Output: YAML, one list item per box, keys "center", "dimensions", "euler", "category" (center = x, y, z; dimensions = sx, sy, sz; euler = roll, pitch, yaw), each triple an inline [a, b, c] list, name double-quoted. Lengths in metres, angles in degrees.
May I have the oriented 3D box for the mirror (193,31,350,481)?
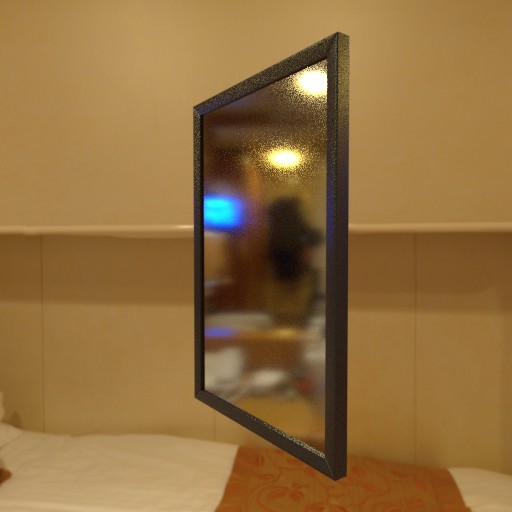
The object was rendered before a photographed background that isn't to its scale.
- center: [0.000, 0.000, 1.158]
  dimensions: [0.040, 0.915, 0.609]
  euler: [-1, 2, -36]
  category: "mirror"
